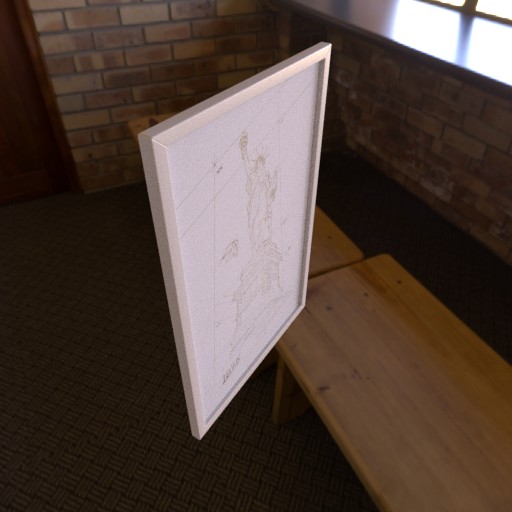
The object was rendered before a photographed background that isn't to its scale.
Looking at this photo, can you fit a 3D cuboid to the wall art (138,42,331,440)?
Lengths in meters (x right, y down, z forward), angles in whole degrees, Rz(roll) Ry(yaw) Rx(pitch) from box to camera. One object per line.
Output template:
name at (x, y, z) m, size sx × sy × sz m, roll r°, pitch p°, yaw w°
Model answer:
wall art at (0.000, 0.000, 1.512) m, size 0.038 × 1.183 × 0.808 m, roll 23°, pitch 45°, yaw 25°
